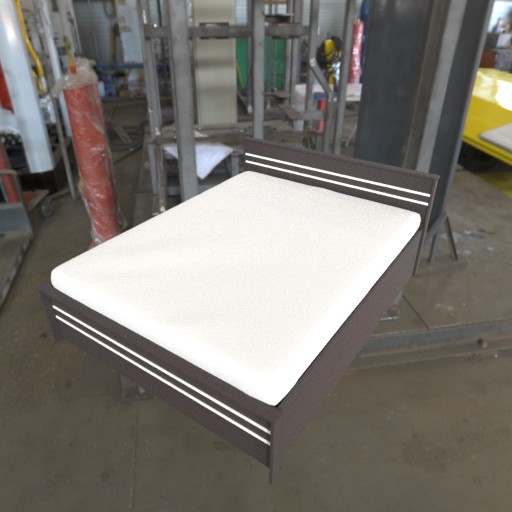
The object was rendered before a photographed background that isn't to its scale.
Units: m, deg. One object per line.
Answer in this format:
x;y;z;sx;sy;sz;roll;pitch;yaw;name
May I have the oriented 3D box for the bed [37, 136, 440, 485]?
0.000;0.000;2.925;1.634;0.808;2.103;20;37;29;bed
